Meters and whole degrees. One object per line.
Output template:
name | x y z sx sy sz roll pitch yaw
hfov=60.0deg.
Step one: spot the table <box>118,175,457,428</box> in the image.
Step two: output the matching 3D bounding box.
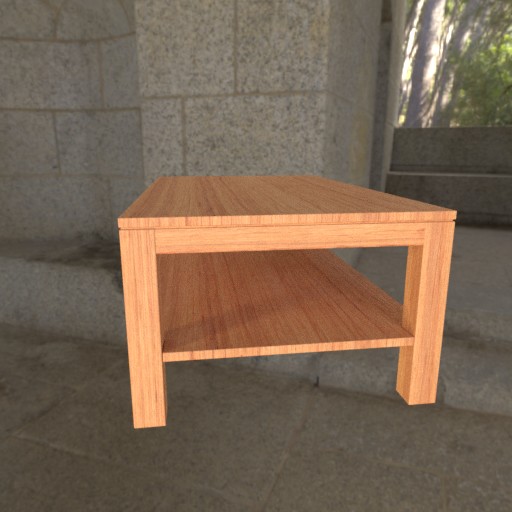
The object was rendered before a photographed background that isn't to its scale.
table | 0.000 0.000 1.495 0.695 0.457 1.146 -2 14 -8
